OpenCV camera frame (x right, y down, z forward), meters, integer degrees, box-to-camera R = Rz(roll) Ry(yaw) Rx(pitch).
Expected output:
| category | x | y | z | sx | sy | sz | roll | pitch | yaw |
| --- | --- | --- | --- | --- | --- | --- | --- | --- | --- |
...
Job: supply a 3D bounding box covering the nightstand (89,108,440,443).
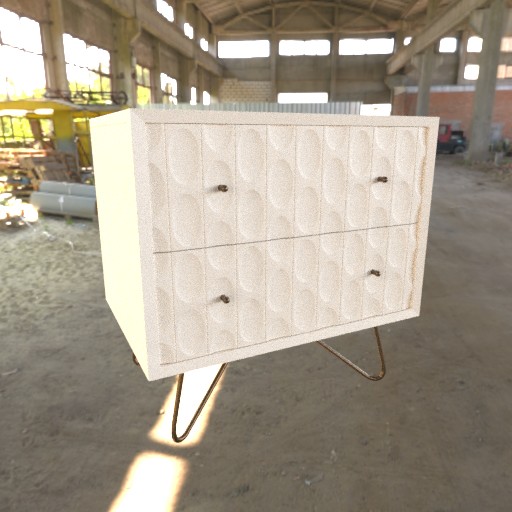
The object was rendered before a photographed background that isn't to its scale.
| category | x | y | z | sx | sy | sz | roll | pitch | yaw |
| --- | --- | --- | --- | --- | --- | --- | --- | --- | --- |
| nightstand | 0.000 | 0.000 | 1.016 | 0.614 | 0.604 | 0.447 | -8 | 17 | -26 |
